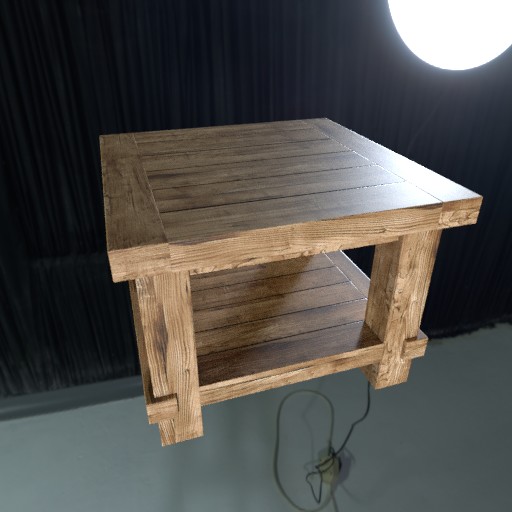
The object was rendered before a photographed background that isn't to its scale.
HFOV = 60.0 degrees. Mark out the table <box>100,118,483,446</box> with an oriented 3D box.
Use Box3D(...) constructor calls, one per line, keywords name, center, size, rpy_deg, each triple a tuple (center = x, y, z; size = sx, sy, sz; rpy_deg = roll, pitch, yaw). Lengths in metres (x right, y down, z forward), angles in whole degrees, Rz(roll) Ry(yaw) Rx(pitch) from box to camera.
Box3D(name="table", center=(0.000, 0.000, 1.032), size=(0.610, 0.457, 0.610), rpy_deg=(-9, 31, -15))
